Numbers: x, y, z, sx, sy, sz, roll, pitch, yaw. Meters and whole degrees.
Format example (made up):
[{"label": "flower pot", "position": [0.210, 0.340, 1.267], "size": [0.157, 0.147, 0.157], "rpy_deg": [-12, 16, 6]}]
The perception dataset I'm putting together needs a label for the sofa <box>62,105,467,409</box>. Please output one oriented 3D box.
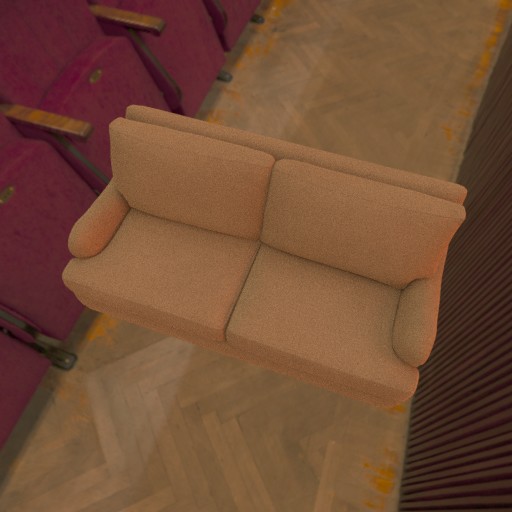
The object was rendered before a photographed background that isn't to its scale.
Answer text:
[{"label": "sofa", "position": [0.000, 0.000, 2.612], "size": [2.070, 0.997, 1.091], "rpy_deg": [17, 61, 10]}]
